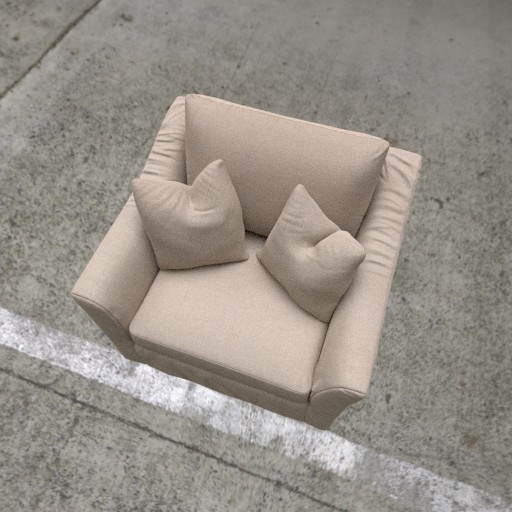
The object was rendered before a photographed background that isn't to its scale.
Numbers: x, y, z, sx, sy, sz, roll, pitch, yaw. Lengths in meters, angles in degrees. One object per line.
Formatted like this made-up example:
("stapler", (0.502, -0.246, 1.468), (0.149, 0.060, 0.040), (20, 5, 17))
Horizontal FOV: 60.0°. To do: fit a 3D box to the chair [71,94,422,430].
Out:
("chair", (0.000, 0.000, 2.048), (1.194, 1.093, 1.071), (17, 60, 10))
